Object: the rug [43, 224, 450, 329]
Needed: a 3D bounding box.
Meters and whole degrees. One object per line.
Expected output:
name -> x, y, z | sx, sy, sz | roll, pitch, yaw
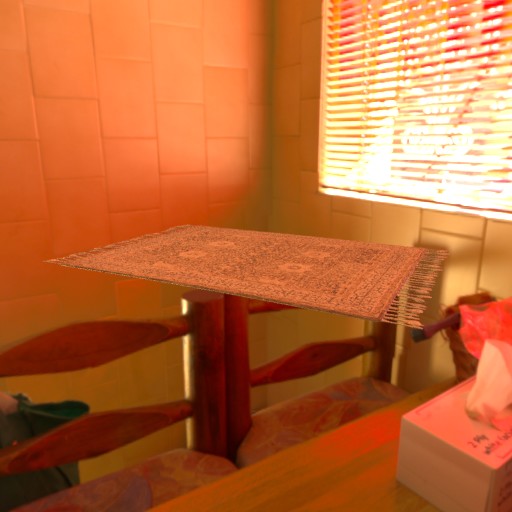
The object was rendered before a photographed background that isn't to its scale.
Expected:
rug -> 0.000, 0.000, 3.150 | 2.465, 0.023, 1.619 | 7, 16, 27
